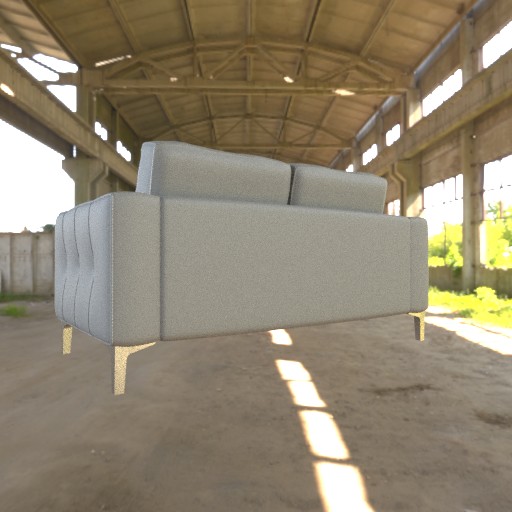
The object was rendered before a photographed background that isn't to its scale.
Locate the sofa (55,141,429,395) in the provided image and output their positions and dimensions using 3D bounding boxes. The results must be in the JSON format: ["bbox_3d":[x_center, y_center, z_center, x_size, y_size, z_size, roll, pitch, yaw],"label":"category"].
[{"bbox_3d":[0.000,0.000,2.199,1.726,0.892,0.833,0,0,-35],"label":"sofa"}]
